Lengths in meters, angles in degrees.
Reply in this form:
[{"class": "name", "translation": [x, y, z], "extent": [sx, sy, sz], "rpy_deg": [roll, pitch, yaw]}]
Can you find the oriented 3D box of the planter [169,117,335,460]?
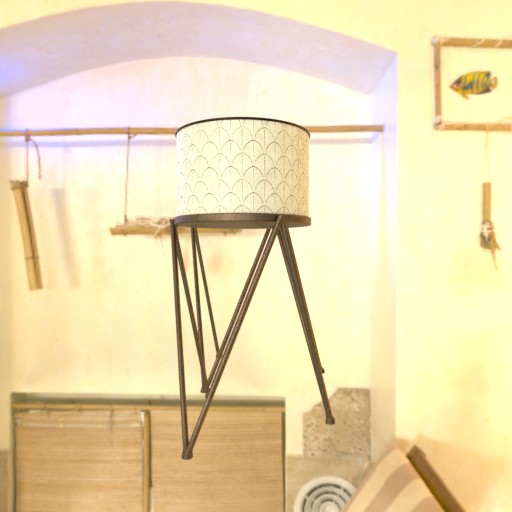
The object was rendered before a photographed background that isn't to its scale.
[{"class": "planter", "translation": [0.000, 0.000, 1.163], "extent": [0.413, 0.712, 0.769], "rpy_deg": [0, 1, 1]}]
